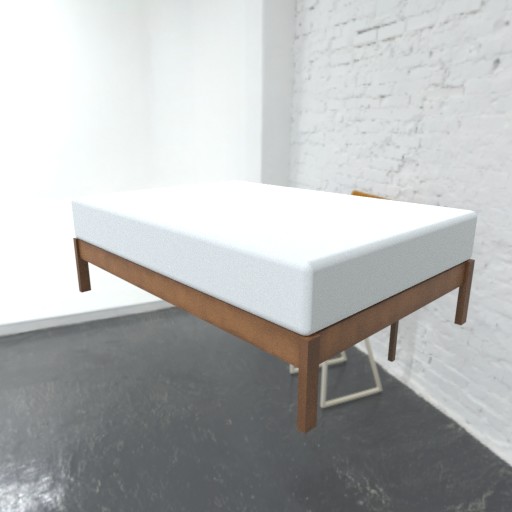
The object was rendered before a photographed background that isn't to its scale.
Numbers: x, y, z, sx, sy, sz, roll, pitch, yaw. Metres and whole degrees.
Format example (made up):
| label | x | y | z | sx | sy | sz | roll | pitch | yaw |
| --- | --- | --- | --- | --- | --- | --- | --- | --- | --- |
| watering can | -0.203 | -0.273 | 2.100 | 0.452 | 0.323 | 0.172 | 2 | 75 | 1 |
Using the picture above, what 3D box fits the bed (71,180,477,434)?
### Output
| label | x | y | z | sx | sy | sz | roll | pitch | yaw |
| --- | --- | --- | --- | --- | --- | --- | --- | --- | --- |
| bed | 0.000 | 0.000 | 2.574 | 1.348 | 0.616 | 1.927 | -15 | 22 | -41 |
